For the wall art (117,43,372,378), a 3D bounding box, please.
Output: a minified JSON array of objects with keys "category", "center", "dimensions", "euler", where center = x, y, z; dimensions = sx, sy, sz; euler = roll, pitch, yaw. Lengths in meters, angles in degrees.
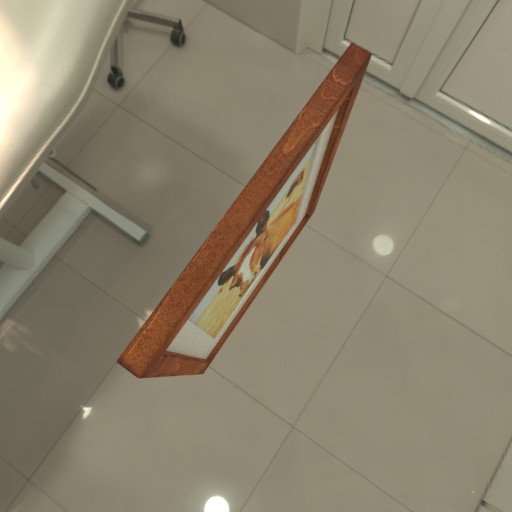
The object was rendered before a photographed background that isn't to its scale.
[{"category":"wall art","center":[0.000,0.000,0.764],"dimensions":[0.030,0.558,0.462],"euler":[33,78,8]}]
